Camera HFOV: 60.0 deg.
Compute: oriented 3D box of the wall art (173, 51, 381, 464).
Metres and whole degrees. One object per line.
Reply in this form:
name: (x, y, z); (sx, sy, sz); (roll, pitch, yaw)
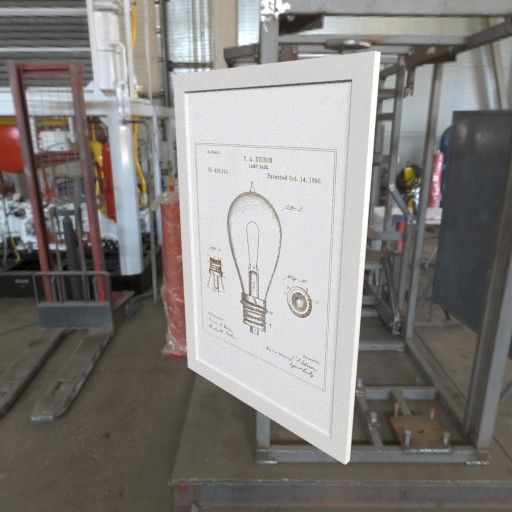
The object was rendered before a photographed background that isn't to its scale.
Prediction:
wall art: (0.000, 0.000, 0.598); (0.325, 0.474, 0.010); (16, 23, 42)
